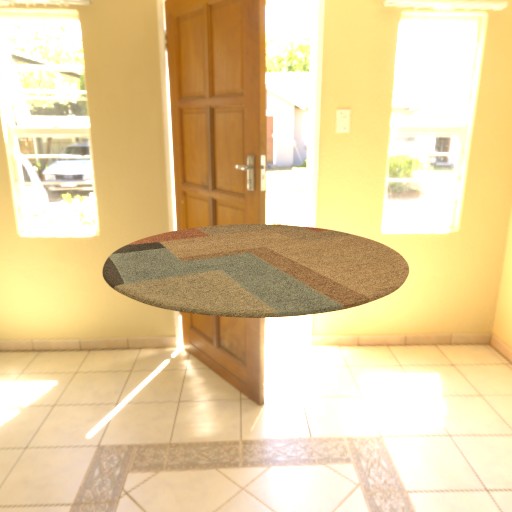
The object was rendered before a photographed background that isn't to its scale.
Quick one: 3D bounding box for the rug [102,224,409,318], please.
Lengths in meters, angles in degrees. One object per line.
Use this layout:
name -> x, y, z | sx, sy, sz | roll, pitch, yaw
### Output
rug -> 0.000, 0.000, 3.739 | 2.461, 0.033, 2.461 | 0, 16, 0
